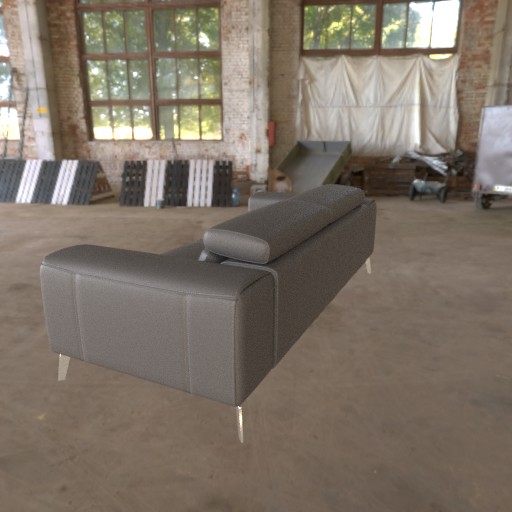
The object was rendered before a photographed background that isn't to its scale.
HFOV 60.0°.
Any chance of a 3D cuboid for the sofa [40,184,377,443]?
[{"bbox_3d":[0.000,0.000,2.758,1.023,0.759,2.321,8,18,25],"label":"sofa"}]
